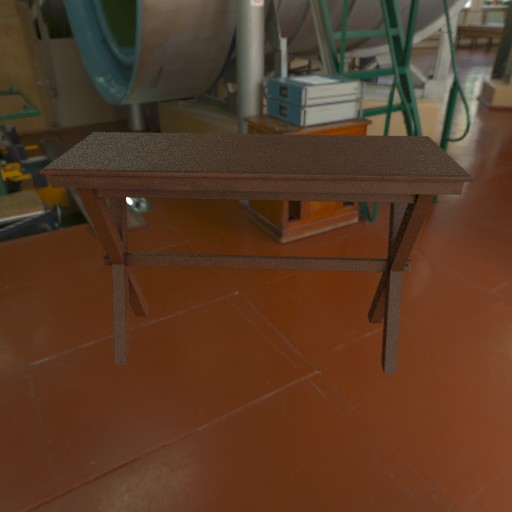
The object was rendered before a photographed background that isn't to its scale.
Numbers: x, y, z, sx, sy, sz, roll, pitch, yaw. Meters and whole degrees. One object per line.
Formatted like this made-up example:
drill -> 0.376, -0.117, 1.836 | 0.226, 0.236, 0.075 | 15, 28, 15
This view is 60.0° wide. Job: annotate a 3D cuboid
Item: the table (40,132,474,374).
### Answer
table -> 0.000, 0.000, 1.581 | 1.197, 0.763, 0.399 | 1, 30, 2
